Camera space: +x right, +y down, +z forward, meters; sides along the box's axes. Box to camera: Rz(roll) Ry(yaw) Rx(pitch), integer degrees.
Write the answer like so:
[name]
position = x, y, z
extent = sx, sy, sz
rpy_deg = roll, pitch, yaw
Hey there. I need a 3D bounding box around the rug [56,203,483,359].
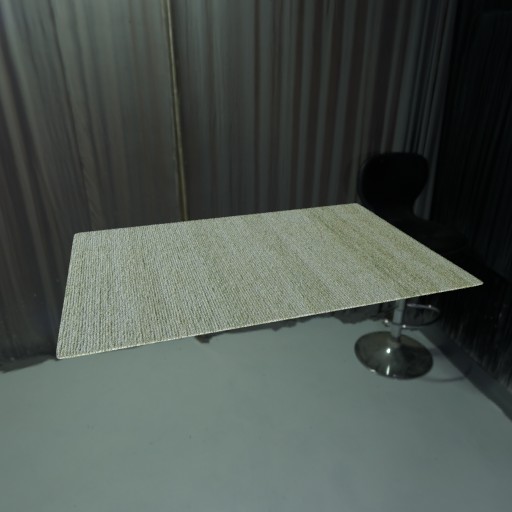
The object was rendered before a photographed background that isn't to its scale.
[rug]
position = 0.000, 0.000, 2.207
extent = 1.758, 0.010, 1.143
rpy_deg = -8, 27, -16
